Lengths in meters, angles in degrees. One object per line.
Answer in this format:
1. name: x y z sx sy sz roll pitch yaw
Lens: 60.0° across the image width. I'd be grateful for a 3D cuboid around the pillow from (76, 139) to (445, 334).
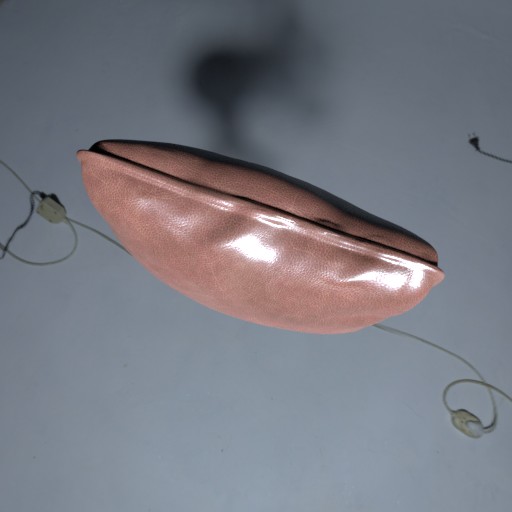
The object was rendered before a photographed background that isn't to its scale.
1. pillow: 0.000 0.000 0.819 0.532 0.523 0.236 19 78 4
